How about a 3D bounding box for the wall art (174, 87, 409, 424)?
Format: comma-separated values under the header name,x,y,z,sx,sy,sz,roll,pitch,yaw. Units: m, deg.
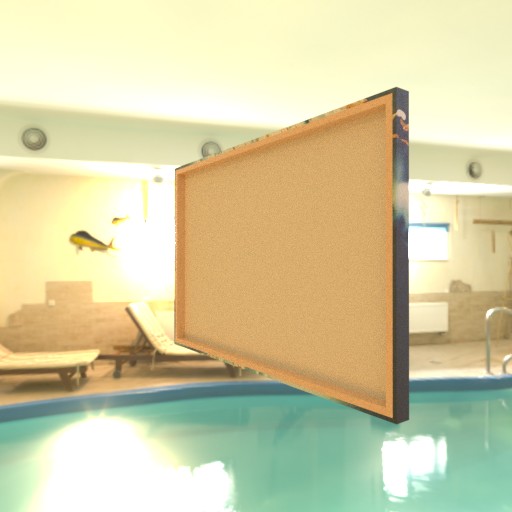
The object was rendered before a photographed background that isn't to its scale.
name,x,y,z,sx,sy,sz,roll,pitch,yaw
wall art,0.000,0.000,1.178,0.038,0.608,0.912,0,0,-36
